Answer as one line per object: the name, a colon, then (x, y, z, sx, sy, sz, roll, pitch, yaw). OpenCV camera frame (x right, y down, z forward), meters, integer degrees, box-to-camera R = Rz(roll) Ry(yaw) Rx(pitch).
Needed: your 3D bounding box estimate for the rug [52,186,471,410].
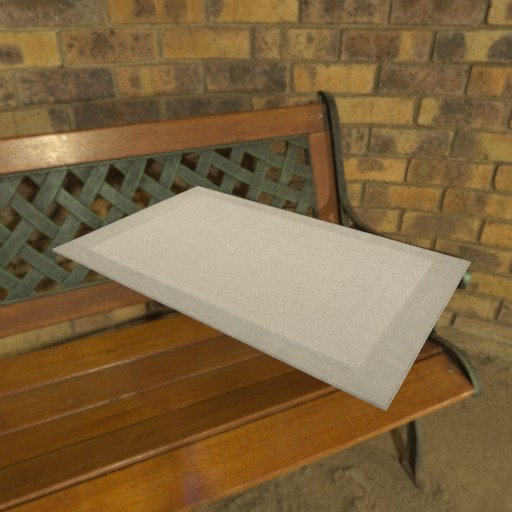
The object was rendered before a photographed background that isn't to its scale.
rug: (0.000, 0.000, 3.035, 2.438, 0.014, 1.524, 19, 35, 30)
